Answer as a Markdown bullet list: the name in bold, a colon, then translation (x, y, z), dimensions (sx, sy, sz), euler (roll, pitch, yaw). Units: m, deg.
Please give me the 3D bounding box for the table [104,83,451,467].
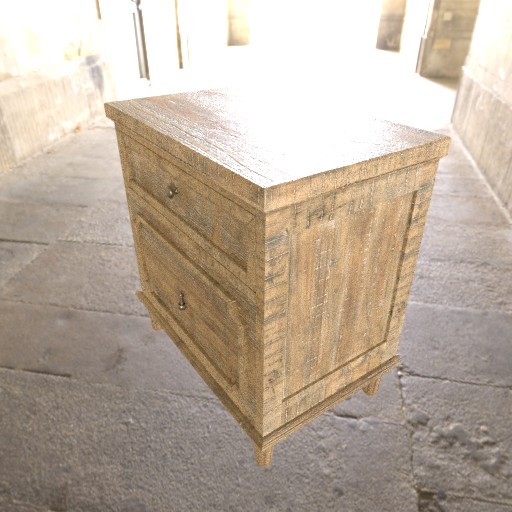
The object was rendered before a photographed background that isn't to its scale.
- **table**: translation (0.000, 0.000, 1.160), dimensions (0.457, 0.711, 0.686), euler (-20, 37, -30)
